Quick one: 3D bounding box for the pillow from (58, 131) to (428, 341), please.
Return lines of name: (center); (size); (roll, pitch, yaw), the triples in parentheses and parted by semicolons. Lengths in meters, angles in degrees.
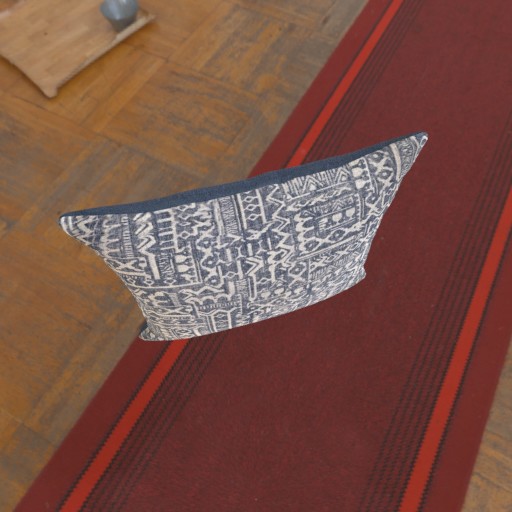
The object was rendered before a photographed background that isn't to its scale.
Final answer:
pillow: (0.000, 0.000, 0.826); (0.546, 0.487, 0.180); (-15, 62, -8)
